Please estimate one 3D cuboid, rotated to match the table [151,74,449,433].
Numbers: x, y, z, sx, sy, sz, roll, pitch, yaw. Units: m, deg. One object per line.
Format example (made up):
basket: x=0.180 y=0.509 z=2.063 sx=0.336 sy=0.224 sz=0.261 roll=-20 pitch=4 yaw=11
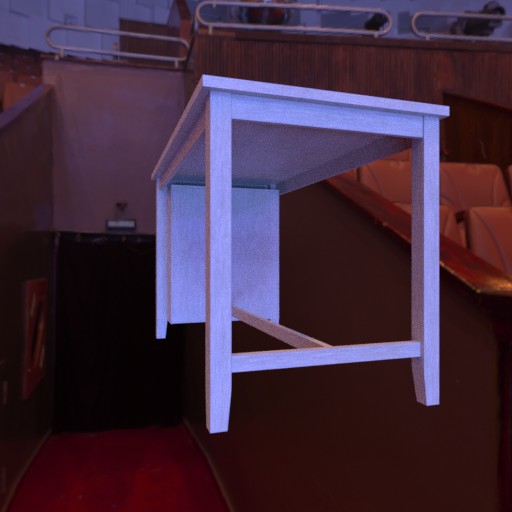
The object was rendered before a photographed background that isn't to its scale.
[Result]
table: x=0.000 y=0.000 z=1.843 sx=0.729 sy=0.874 sz=1.397 roll=0 pitch=0 yaw=-18
